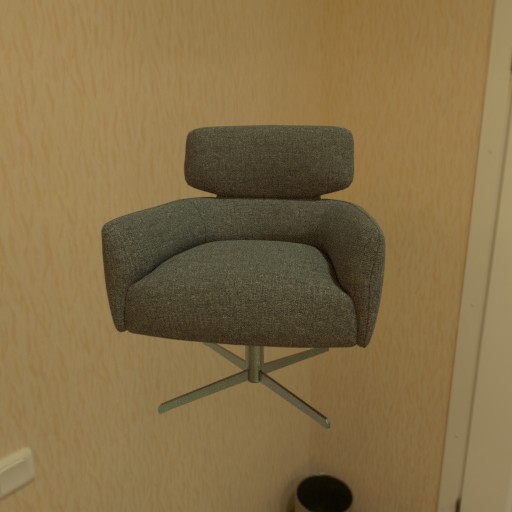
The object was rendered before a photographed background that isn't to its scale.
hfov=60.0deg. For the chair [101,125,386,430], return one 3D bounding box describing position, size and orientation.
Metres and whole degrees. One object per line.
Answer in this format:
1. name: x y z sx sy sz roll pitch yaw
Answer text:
1. chair: 0.000 0.000 1.377 0.706 0.812 0.715 2 14 8
